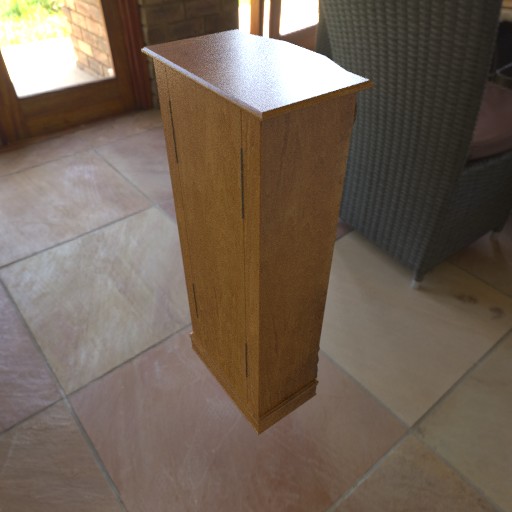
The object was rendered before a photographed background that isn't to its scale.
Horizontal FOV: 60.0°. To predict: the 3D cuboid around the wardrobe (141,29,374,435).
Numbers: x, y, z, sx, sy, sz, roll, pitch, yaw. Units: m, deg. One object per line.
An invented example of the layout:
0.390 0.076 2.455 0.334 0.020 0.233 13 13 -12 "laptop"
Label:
0.000 0.000 1.133 0.273 0.959 0.406 -25 47 -26 "wardrobe"
